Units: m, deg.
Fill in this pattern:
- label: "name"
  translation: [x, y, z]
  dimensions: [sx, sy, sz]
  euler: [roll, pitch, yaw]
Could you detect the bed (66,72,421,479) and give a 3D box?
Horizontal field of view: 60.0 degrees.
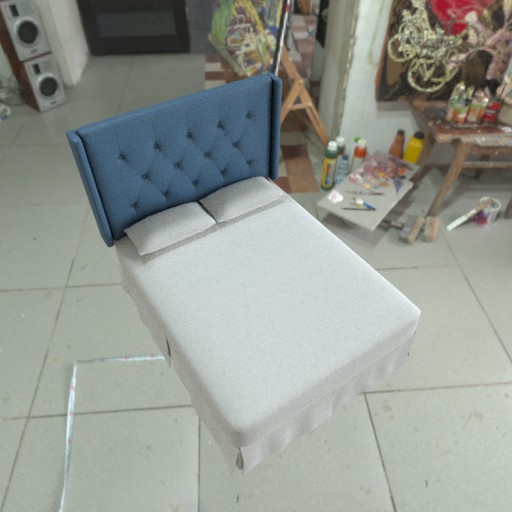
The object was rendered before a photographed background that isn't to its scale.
- label: "bed"
  translation: [0.000, 0.000, 3.304]
  dimensions: [1.719, 1.665, 2.078]
  euler: [-26, 51, -23]
